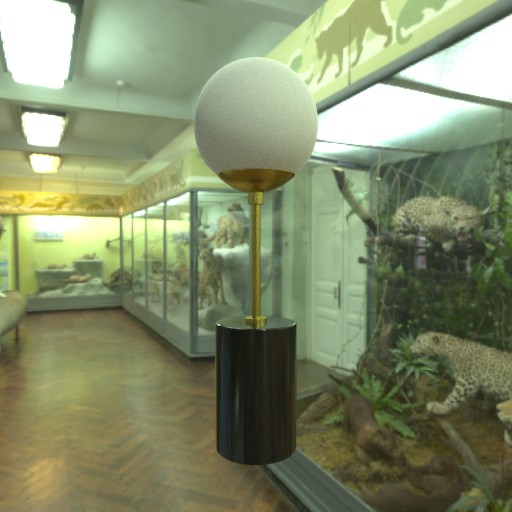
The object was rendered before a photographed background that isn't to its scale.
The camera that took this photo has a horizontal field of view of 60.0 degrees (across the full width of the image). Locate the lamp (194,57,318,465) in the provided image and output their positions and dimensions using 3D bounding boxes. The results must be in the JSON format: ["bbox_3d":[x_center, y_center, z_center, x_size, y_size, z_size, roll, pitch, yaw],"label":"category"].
[{"bbox_3d":[0.000,0.000,0.555,0.153,0.480,0.153,0,1,0],"label":"lamp"}]
